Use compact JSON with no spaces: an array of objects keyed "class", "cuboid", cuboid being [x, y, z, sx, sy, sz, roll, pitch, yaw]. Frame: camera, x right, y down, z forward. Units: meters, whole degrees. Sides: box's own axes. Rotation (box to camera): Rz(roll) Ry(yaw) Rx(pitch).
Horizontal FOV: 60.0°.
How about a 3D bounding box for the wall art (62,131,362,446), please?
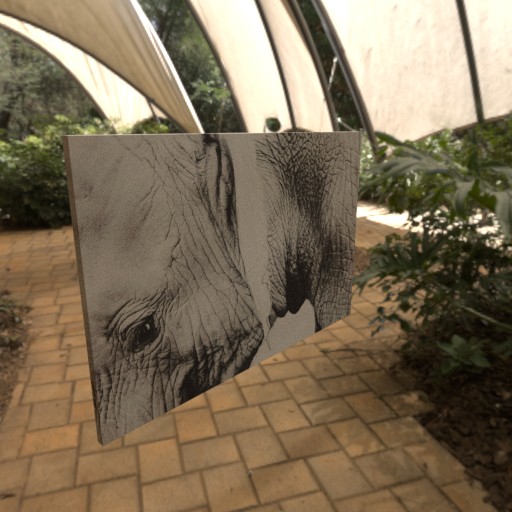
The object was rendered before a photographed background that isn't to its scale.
[{"class":"wall art","cuboid":[0.000,0.000,1.134,0.023,0.607,0.914,15,22,42]}]
